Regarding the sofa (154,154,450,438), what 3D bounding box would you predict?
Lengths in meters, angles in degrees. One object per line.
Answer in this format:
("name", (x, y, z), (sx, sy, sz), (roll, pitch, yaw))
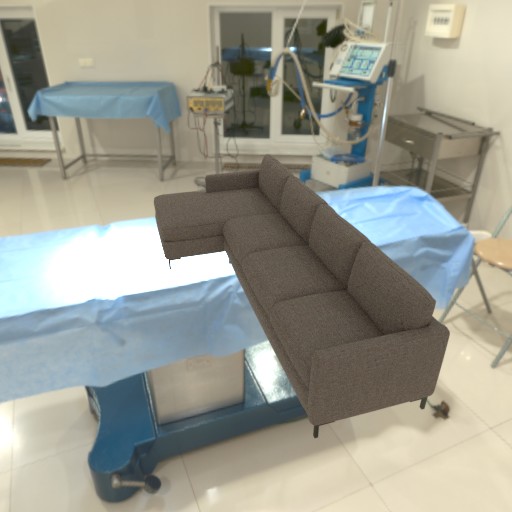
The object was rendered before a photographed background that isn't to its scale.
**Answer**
("sofa", (0.000, 0.000, 3.279), (1.258, 0.754, 2.731), (-9, 31, -15))
